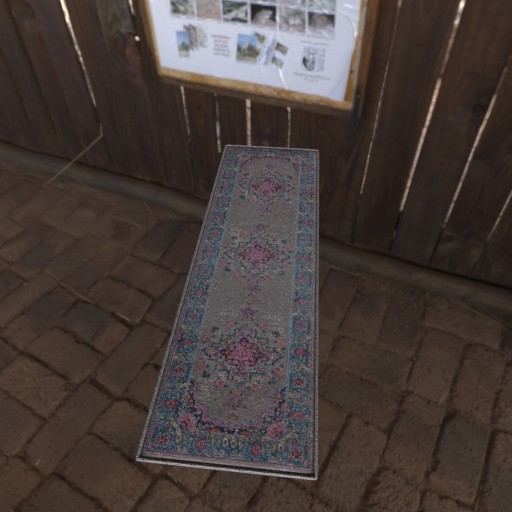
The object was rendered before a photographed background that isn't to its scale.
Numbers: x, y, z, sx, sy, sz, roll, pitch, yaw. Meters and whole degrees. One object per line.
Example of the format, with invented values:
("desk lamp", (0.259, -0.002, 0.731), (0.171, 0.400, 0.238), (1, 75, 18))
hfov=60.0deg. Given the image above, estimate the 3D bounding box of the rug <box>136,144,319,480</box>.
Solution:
("rug", (0.000, 0.000, 1.971), (0.553, 0.012, 1.827), (4, 45, 4))
